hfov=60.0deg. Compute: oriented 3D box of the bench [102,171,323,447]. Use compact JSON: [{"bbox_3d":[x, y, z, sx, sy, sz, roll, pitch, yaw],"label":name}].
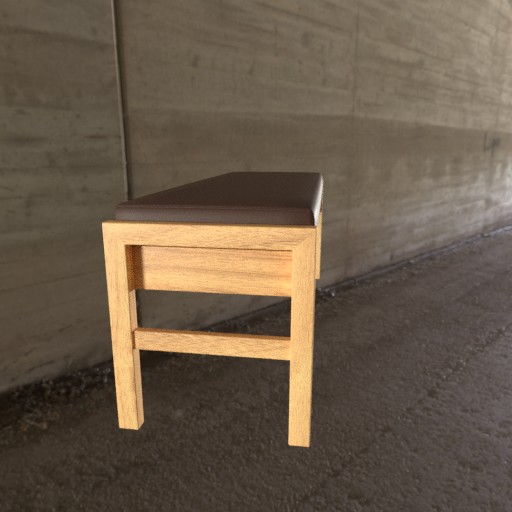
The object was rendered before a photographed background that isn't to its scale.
[{"bbox_3d":[0.000,0.000,1.434,0.405,0.480,1.200,2,14,9],"label":"bench"}]
